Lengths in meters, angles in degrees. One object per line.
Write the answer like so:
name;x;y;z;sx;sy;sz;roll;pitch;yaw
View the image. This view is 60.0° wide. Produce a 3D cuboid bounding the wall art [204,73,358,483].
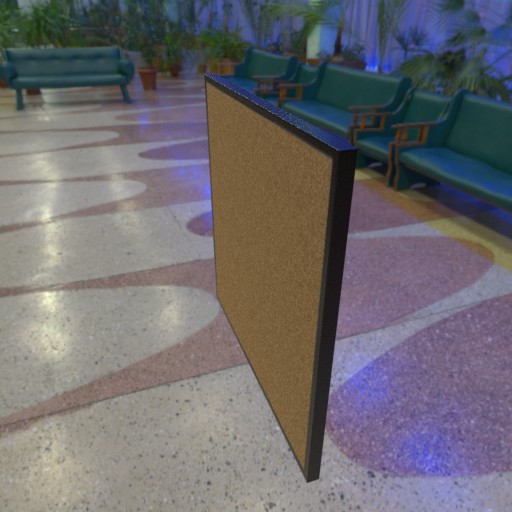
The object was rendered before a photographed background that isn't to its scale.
wall art;0.000;0.000;0.514;0.014;0.349;0.349;-10;32;-17
